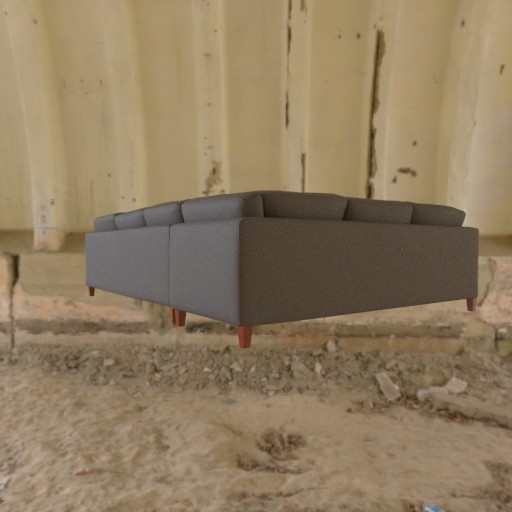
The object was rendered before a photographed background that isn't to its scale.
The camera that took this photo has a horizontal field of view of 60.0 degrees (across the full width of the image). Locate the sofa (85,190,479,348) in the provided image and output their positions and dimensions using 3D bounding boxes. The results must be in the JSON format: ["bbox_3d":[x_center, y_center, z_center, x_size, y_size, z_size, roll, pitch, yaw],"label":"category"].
[{"bbox_3d":[0.000,0.000,4.516,2.593,0.947,3.302,-1,2,-36],"label":"sofa"}]
